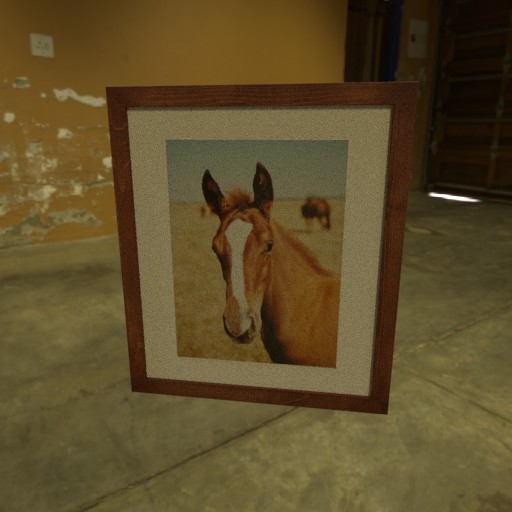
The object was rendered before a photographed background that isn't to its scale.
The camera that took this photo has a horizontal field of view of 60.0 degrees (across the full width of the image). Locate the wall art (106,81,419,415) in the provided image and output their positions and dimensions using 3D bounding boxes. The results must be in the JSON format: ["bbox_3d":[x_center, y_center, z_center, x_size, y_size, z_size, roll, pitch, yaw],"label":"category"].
[{"bbox_3d":[0.000,0.000,0.529,0.330,0.381,0.030,2,16,8],"label":"wall art"}]
